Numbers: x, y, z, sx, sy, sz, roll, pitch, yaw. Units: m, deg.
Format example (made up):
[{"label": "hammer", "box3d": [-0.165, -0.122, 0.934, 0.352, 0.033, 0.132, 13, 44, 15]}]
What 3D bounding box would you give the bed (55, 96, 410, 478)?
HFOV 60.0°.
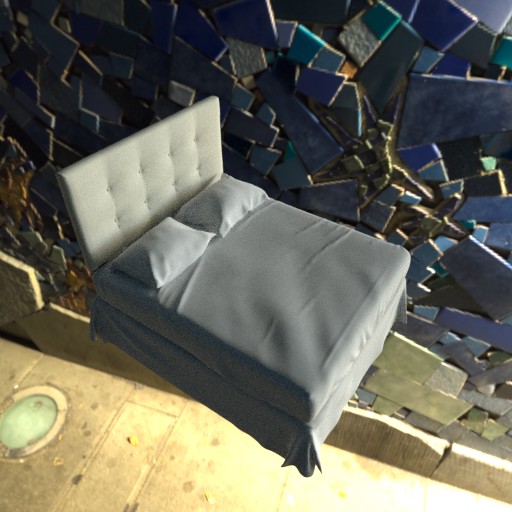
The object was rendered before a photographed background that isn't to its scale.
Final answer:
[{"label": "bed", "box3d": [0.000, 0.000, 3.434, 2.222, 1.577, 1.936, 24, 46, 25]}]
